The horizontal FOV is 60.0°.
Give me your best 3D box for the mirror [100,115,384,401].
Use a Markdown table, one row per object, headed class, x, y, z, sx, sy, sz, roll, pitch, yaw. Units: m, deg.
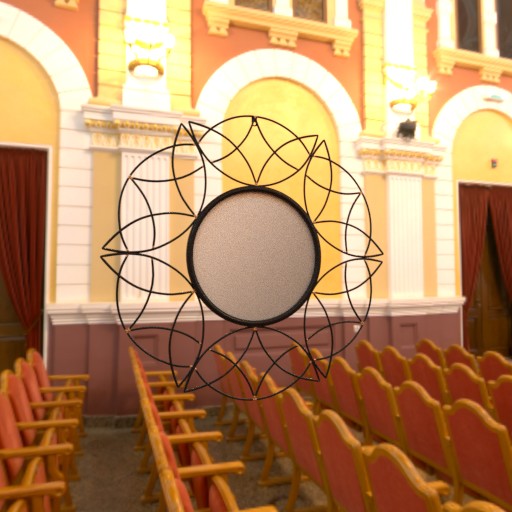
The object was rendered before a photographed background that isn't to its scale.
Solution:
| class | x | y | z | sx | sy | sz | roll | pitch | yaw |
| --- | --- | --- | --- | --- | --- | --- | --- | --- | --- |
| mirror | 0.000 | 0.000 | 1.200 | 0.797 | 0.775 | 0.028 | 1 | -3 | -18 |
